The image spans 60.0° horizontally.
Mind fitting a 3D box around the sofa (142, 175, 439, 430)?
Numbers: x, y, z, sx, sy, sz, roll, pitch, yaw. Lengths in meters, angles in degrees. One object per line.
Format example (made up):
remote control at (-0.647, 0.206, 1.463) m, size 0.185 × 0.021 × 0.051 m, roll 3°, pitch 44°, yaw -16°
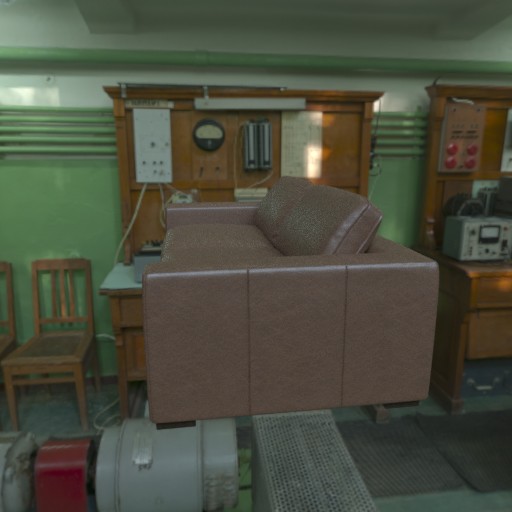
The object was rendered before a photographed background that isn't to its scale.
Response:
sofa at (0.000, 0.000, 2.440) m, size 1.070 × 0.800 × 1.920 m, roll -2°, pitch 14°, yaw -9°
